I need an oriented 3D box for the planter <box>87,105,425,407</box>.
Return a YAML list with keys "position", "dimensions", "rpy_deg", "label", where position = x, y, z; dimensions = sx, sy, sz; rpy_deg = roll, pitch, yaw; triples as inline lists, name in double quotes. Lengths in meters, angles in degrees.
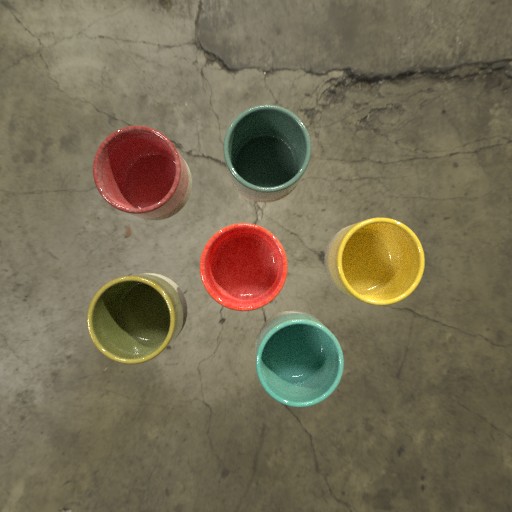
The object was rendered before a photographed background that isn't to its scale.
- position: [0.000, 0.000, 0.412]
  dimensions: [0.286, 0.075, 0.257]
  rpy_deg: [0, 90, 0]
  label: "planter"
